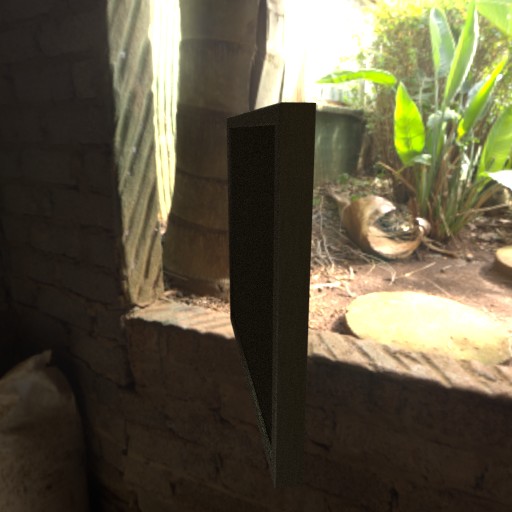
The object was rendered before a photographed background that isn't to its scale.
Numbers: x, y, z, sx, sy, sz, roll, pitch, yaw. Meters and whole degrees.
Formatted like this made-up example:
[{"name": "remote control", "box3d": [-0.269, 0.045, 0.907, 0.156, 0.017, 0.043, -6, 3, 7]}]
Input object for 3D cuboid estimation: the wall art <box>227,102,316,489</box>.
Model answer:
[{"name": "wall art", "box3d": [0.000, 0.000, 0.537, 0.028, 0.330, 0.380, -3, 16, -9]}]
